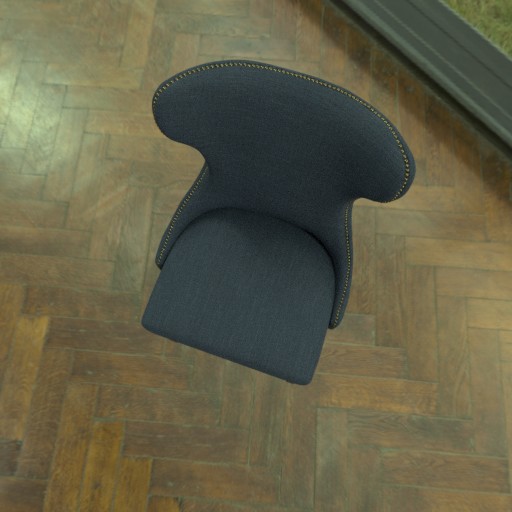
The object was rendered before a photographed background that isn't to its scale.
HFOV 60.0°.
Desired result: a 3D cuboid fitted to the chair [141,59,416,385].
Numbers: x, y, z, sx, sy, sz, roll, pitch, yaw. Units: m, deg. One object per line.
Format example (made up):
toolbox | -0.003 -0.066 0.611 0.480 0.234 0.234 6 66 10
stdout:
chair | 0.000 0.000 1.360 0.628 0.967 0.635 18 74 5
